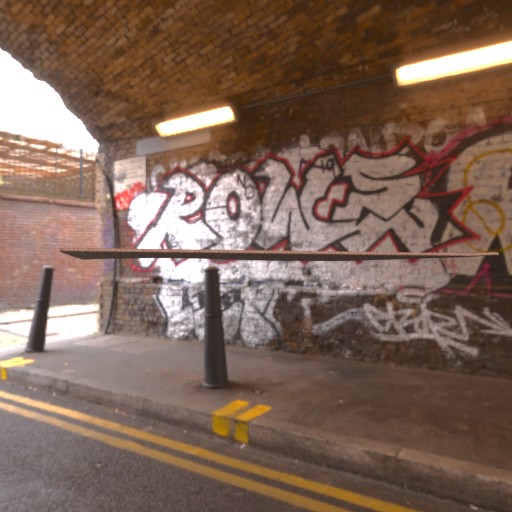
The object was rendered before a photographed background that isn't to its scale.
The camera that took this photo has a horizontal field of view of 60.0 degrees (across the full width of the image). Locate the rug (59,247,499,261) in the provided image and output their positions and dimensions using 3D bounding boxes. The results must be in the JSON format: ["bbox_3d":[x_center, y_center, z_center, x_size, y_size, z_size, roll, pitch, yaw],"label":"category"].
[{"bbox_3d":[0.000,0.000,4.006,3.052,0.043,2.453,1,-2,-19],"label":"rug"}]
